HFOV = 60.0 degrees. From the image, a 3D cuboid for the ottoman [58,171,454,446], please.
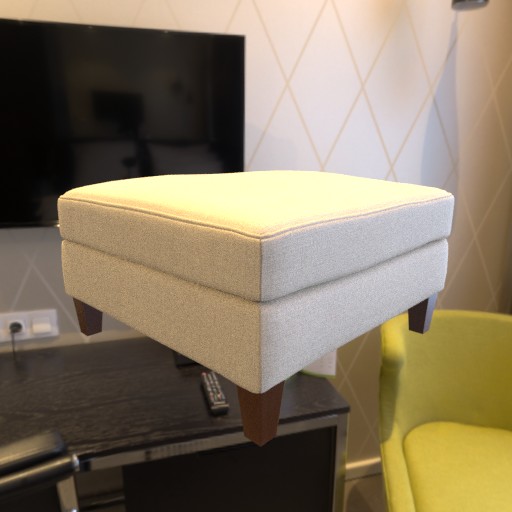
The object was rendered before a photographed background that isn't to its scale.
[{"bbox_3d":[0.000,0.000,1.315,0.838,0.478,0.838,13,19,42],"label":"ottoman"}]
